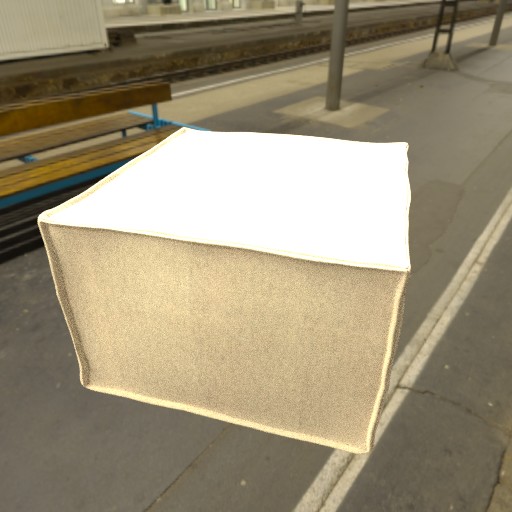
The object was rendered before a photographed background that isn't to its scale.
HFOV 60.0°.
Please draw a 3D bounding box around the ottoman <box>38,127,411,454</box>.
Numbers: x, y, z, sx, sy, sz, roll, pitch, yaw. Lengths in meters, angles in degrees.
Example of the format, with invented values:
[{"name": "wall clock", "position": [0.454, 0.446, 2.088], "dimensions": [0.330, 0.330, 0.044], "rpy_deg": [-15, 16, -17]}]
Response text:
[{"name": "ottoman", "position": [0.000, 0.000, 1.122], "dimensions": [0.707, 0.470, 0.696], "rpy_deg": [8, 33, 13]}]
